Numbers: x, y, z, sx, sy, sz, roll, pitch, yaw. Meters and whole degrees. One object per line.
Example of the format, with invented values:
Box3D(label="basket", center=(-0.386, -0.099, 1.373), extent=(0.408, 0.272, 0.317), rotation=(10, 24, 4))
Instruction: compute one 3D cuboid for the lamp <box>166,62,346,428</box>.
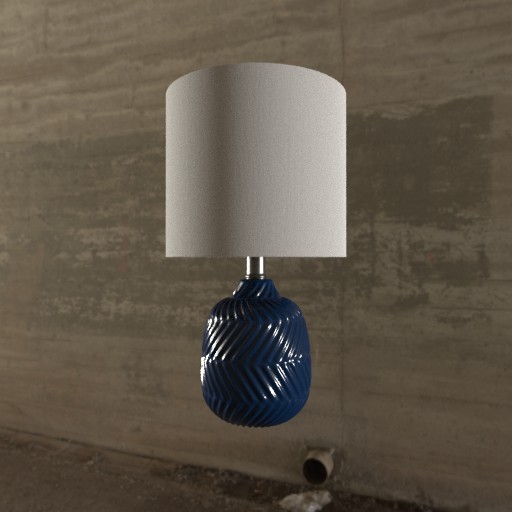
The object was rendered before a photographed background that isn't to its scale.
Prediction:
Box3D(label="lamp", center=(0.000, 0.000, 0.509), extent=(0.203, 0.368, 0.203), rotation=(0, 0, -17))
